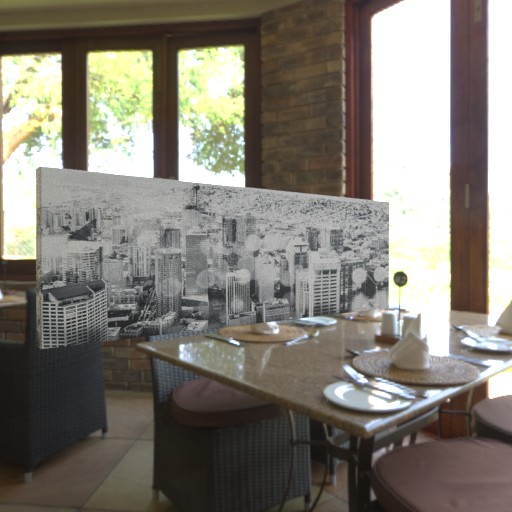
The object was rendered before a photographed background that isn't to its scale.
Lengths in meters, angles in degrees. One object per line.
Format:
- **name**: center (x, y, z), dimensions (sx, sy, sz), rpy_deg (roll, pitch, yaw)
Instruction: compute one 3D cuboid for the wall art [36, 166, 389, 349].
- **wall art**: center (0.000, 0.000, 0.853), dimensions (0.763, 0.255, 0.038), rpy_deg (0, 1, -36)
